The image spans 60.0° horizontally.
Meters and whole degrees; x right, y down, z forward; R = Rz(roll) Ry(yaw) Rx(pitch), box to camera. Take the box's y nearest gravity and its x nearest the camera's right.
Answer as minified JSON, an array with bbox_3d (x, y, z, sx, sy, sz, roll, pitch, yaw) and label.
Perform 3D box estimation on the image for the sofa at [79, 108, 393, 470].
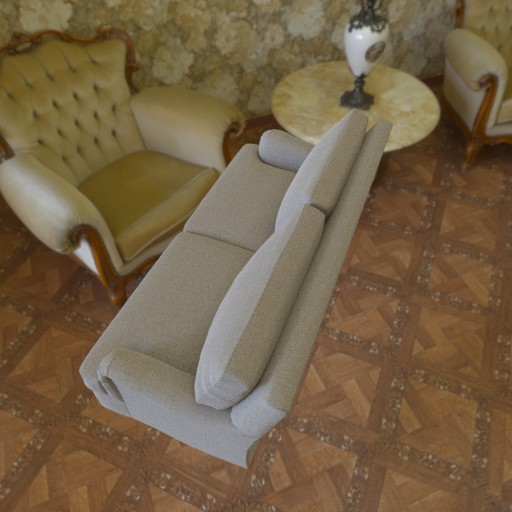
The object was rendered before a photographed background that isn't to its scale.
[{"bbox_3d":[0.000,0.000,2.692,1.087,1.054,2.160,17,50,15],"label":"sofa"}]
